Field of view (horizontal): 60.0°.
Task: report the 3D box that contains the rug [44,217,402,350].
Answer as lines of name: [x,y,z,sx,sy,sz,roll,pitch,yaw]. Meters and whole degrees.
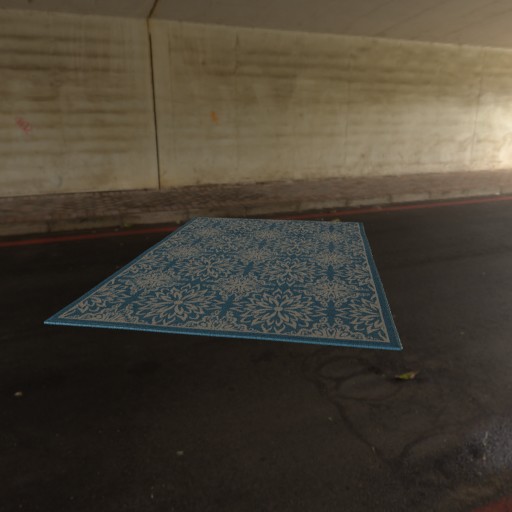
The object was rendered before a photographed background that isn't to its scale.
rug: [0.000,0.000,2.326,1.211,0.012,1.833,3,17,9]
